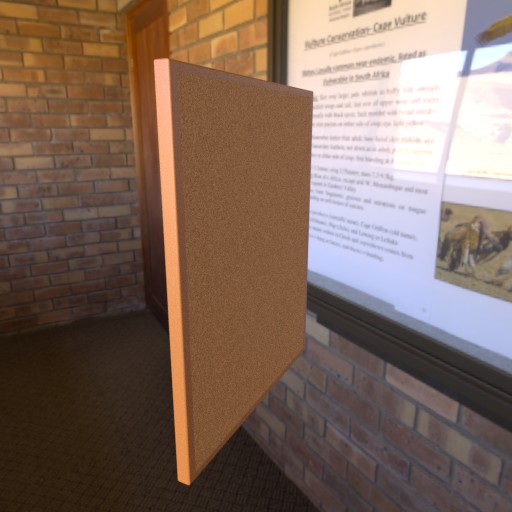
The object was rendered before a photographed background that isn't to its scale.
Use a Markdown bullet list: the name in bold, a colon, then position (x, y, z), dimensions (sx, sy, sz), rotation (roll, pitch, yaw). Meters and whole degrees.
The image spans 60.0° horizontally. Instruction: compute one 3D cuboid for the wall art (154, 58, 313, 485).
- **wall art**: position (0.000, 0.000, 0.510), dimensions (0.015, 0.379, 0.310), rotation (8, 17, 26)
